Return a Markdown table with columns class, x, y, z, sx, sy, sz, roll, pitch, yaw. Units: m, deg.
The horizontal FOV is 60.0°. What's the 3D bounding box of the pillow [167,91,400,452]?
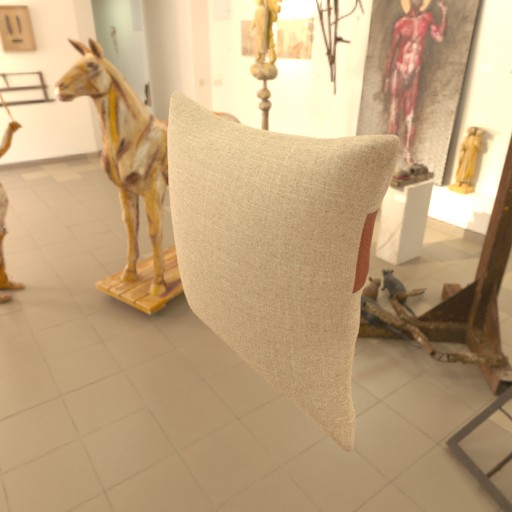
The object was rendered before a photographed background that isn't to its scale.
| class | x | y | z | sx | sy | sz | roll | pitch | yaw |
| --- | --- | --- | --- | --- | --- | --- | --- | --- | --- |
| pillow | 0.000 | 0.000 | 0.619 | 0.173 | 0.399 | 0.414 | -18 | 32 | -32 |
